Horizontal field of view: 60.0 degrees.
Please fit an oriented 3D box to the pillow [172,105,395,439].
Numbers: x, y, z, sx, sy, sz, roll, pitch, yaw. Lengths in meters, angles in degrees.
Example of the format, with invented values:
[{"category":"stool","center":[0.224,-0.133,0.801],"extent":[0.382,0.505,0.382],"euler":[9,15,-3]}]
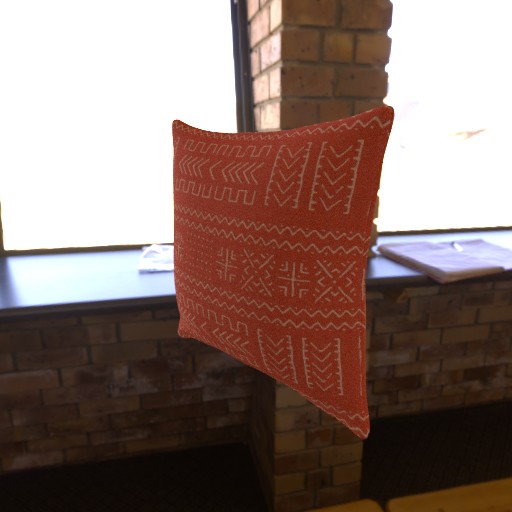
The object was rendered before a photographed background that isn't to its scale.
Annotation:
[{"category":"pillow","center":[0.000,0.000,0.695],"extent":[0.164,0.429,0.438],"euler":[-14,21,-42]}]
